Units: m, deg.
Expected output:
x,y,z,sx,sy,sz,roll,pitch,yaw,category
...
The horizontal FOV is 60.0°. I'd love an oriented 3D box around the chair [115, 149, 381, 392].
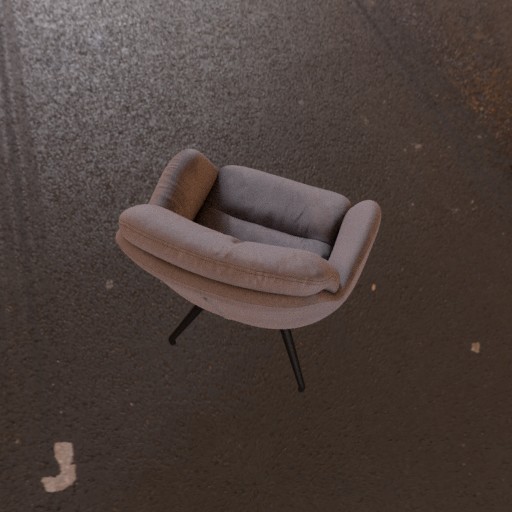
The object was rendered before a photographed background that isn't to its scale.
x,y,z,sx,sy,sz,roll,pitch,yaw,category
0.000,0.000,1.245,0.579,0.888,0.569,18,64,9,chair
